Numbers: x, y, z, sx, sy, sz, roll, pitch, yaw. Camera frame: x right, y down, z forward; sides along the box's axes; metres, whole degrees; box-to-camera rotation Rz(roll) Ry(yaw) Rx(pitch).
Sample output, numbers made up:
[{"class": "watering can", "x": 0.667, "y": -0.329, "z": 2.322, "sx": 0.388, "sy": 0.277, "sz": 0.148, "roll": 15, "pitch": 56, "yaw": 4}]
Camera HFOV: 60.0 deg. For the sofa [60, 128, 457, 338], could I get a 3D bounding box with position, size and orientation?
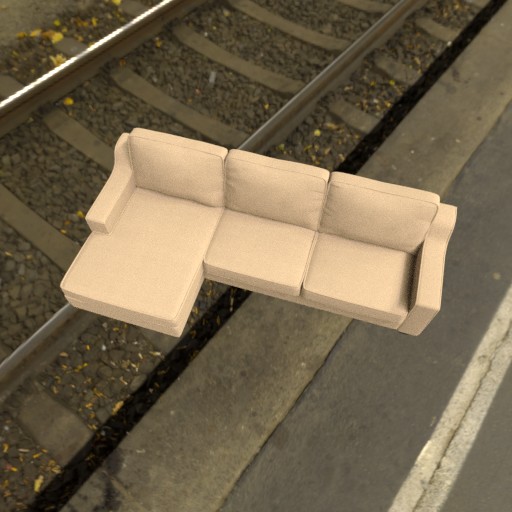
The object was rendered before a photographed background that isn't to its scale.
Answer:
[{"class": "sofa", "x": 0.000, "y": 0.000, "z": 3.216, "sx": 2.561, "sy": 0.928, "sz": 1.294, "roll": 14, "pitch": 60, "yaw": 9}]
